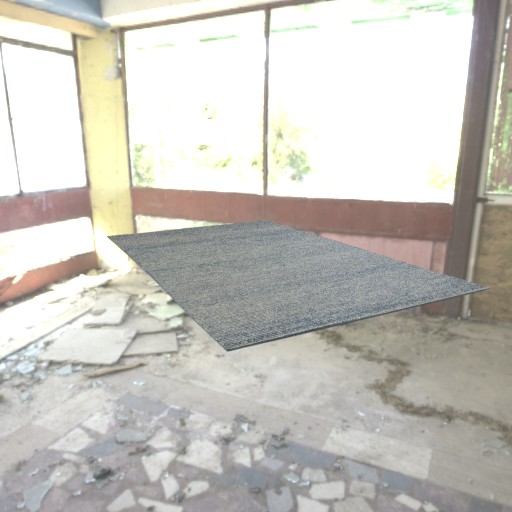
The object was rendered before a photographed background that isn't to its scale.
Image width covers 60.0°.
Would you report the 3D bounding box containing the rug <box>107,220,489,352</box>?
[{"bbox_3d":[0.000,0.000,2.241,1.145,0.021,1.777,-8,16,-27],"label":"rug"}]
